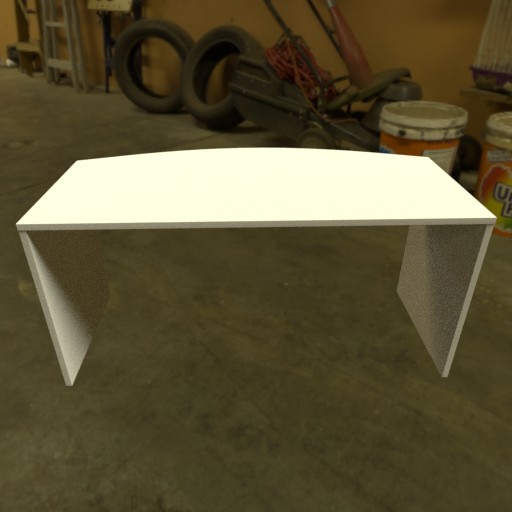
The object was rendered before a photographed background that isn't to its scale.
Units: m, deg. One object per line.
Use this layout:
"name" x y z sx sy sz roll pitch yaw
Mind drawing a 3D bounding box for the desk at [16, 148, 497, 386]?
"desk" 0.000 0.000 2.009 1.600 0.750 0.802 -1 31 -2
